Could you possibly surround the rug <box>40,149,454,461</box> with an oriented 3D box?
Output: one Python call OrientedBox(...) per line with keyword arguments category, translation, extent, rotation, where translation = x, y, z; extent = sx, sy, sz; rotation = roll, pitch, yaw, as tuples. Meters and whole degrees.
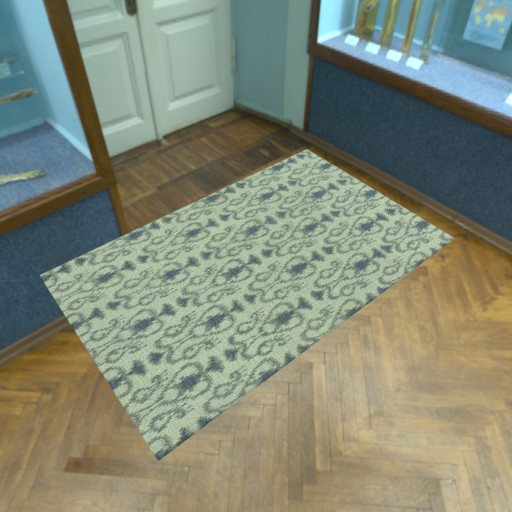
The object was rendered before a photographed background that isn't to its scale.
OrientedBox(category="rug", translation=(0.000, 0.000, 2.065), extent=(1.652, 0.006, 1.035), rotation=(-30, 52, -26))
